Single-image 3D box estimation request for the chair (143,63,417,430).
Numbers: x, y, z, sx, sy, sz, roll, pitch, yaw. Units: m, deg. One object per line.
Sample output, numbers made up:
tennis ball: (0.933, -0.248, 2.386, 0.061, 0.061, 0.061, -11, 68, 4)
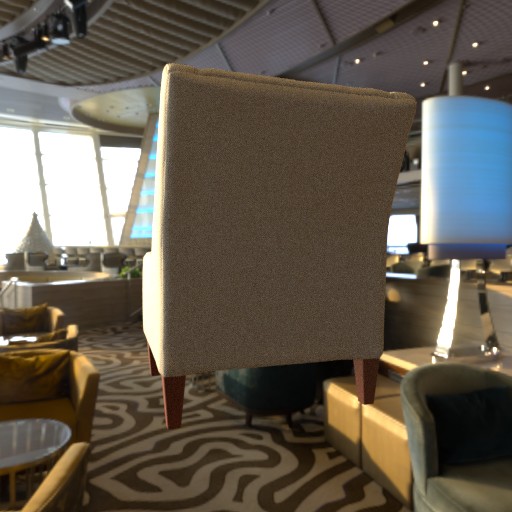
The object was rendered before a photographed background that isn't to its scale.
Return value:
chair: (0.000, 0.000, 1.630, 0.774, 1.014, 0.870, 0, 1, -18)
